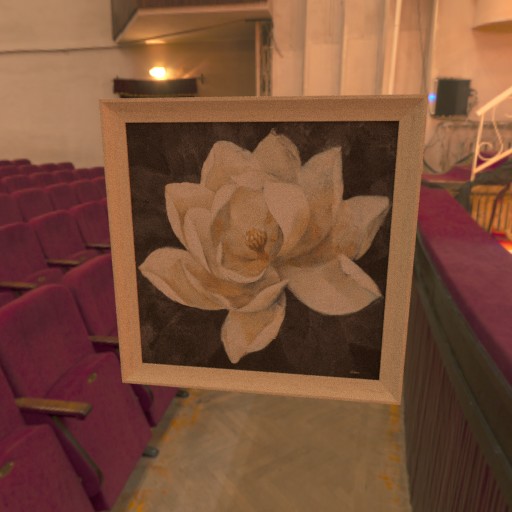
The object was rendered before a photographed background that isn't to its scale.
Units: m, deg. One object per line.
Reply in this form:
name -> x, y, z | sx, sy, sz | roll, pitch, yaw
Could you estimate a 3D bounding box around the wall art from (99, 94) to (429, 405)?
wall art -> 0.000, 0.000, 1.500 | 1.016, 1.016, 0.045 | 2, 15, 8
